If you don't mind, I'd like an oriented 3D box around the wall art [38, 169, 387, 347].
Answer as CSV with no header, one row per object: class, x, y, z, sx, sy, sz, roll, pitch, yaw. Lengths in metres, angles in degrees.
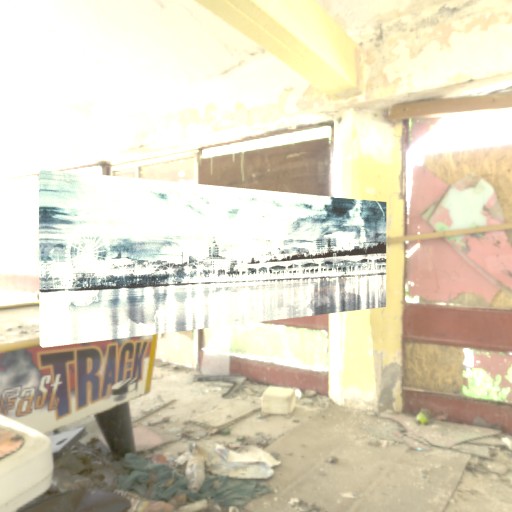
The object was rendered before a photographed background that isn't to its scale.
wall art,0.000,0.000,1.717,1.524,0.509,0.037,-1,1,-35
